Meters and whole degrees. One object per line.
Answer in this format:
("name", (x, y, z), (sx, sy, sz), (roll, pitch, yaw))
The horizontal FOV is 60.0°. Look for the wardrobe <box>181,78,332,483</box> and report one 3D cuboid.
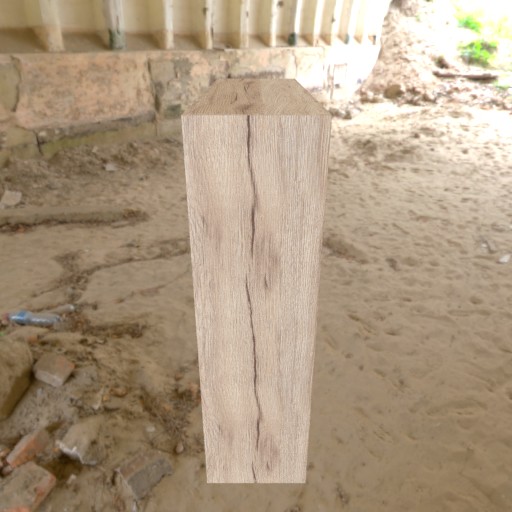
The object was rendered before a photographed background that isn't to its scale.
("wardrobe", (0.000, 0.000, 2.949), (0.580, 2.070, 1.810), (0, 26, 0))
